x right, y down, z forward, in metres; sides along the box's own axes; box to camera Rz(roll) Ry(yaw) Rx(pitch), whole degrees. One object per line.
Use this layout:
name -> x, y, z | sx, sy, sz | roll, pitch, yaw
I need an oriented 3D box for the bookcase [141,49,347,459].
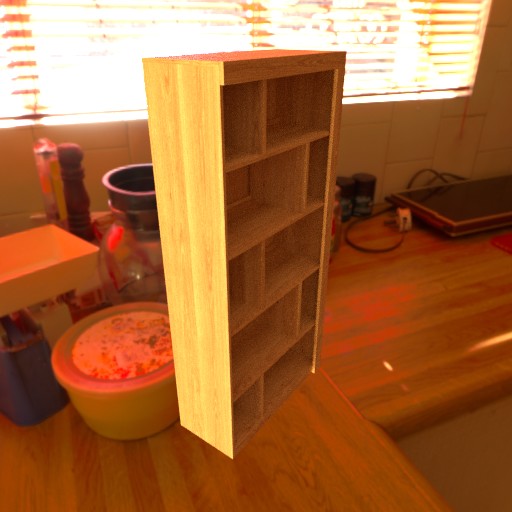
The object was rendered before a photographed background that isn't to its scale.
bookcase -> 0.000, 0.000, 2.430 | 0.420, 2.020, 0.950 | 19, 33, 32
